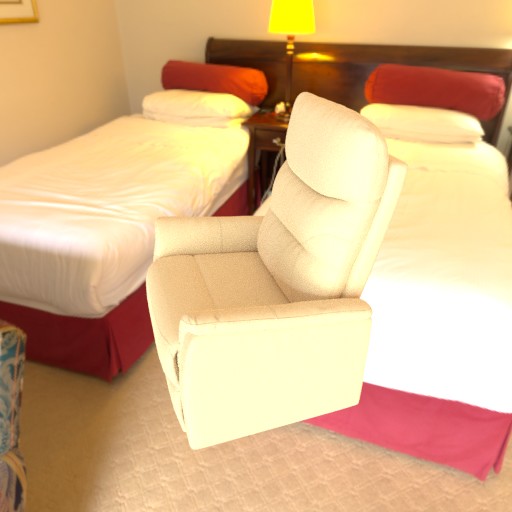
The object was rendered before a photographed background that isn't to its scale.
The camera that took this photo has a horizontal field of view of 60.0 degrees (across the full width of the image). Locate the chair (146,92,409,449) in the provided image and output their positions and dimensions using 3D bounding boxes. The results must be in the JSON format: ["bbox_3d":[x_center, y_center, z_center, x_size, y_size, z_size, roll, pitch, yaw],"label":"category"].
[{"bbox_3d":[0.000,0.000,1.683,0.831,1.082,0.775,-9,31,-16],"label":"chair"}]
